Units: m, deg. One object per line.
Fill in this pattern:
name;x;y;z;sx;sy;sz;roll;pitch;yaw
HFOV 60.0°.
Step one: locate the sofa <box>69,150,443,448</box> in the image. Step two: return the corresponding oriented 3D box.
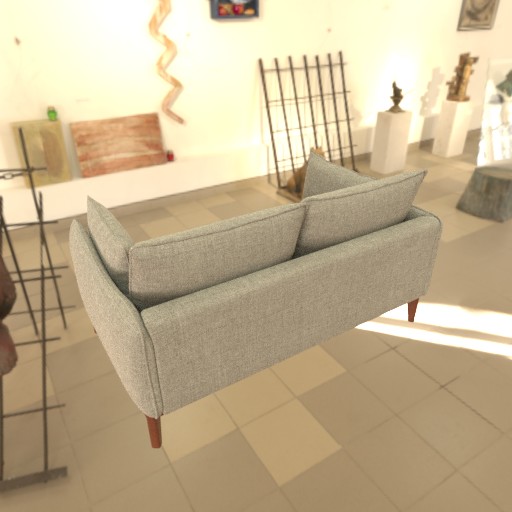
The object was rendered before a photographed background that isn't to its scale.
sofa;0.000;0.000;2.170;1.580;0.851;0.972;-18;34;-28
